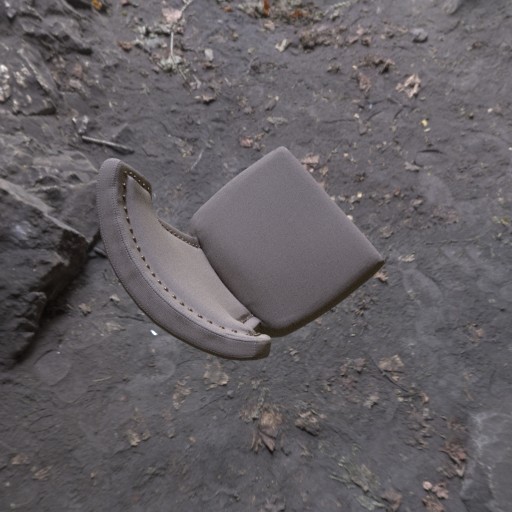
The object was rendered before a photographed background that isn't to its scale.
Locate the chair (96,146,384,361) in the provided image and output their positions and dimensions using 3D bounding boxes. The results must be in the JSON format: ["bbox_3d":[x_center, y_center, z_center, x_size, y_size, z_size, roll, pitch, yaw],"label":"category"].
[{"bbox_3d":[0.000,0.000,1.336,0.630,0.955,0.526,-37,78,-9],"label":"chair"}]
